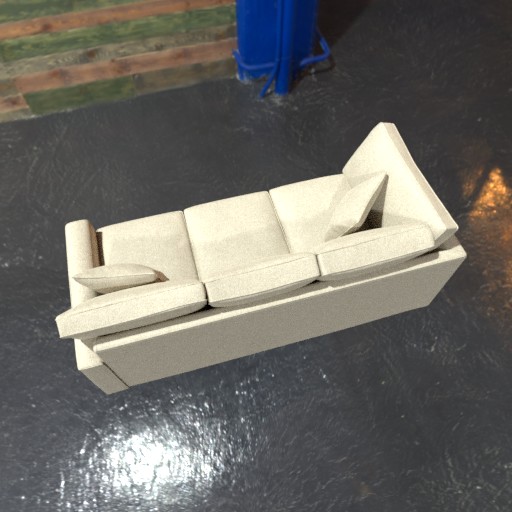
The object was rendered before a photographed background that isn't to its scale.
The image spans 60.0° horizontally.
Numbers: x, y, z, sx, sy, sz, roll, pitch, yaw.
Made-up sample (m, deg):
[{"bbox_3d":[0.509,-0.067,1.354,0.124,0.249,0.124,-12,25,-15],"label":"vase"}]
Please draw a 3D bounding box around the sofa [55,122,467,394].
[{"bbox_3d":[0.000,0.000,2.948,2.323,0.948,1.053,-14,60,-8],"label":"sofa"}]
